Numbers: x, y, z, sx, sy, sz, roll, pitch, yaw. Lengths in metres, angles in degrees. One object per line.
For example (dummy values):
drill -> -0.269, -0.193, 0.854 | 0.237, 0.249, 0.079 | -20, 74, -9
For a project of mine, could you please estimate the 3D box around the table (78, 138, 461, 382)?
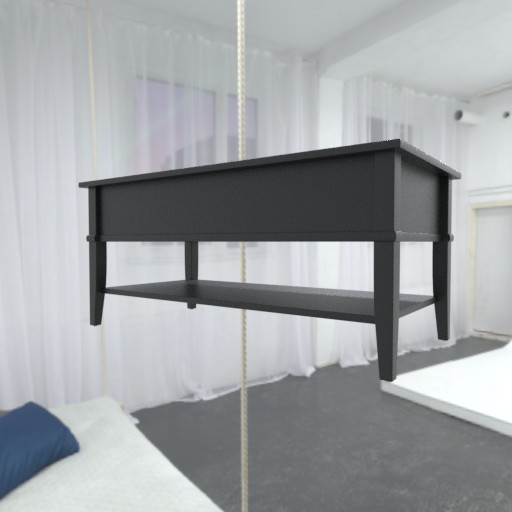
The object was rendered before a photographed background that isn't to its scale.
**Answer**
table -> 0.000, 0.000, 1.347 | 1.044, 0.470, 0.523 | 1, 2, 36
